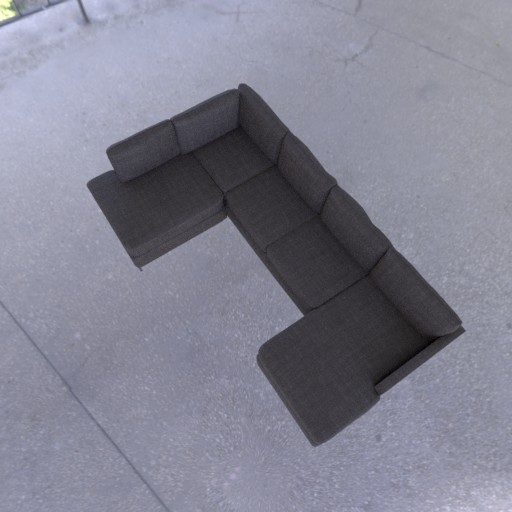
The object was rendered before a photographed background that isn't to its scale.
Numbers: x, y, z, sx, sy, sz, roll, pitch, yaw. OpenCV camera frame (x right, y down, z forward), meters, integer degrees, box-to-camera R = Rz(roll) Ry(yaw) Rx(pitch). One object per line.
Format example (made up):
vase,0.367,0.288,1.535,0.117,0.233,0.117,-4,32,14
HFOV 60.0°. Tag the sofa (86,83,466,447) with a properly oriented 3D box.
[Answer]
sofa,0.000,0.000,4.317,2.048,0.999,3.423,-31,68,-14
